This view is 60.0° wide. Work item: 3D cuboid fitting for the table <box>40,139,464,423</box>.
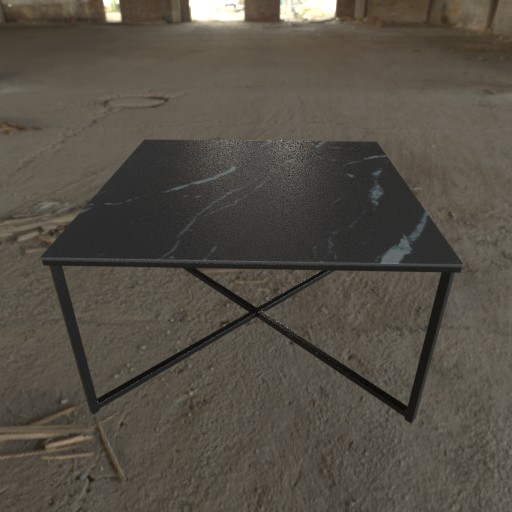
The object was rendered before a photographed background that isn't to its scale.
[{"bbox_3d":[0.000,0.000,1.293,0.800,0.450,0.800,1,31,2],"label":"table"}]
